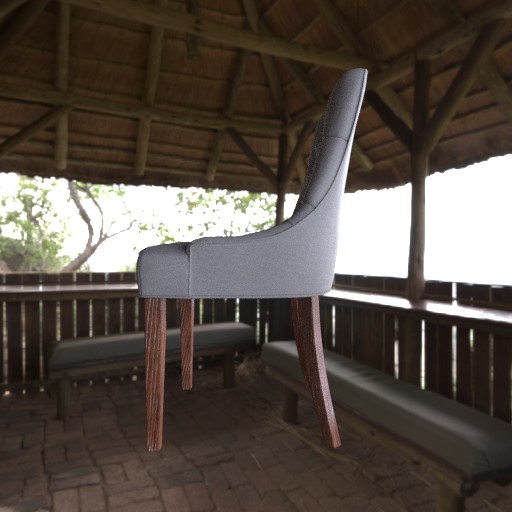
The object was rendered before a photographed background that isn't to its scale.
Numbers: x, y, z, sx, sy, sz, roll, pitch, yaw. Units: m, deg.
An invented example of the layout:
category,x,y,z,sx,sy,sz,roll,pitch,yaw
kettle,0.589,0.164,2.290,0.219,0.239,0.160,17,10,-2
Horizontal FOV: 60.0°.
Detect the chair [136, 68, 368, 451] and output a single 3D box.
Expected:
category,x,y,z,sx,sy,sz,roll,pitch,yaw
chair,0.000,0.000,1.225,0.565,0.874,0.509,0,0,1
